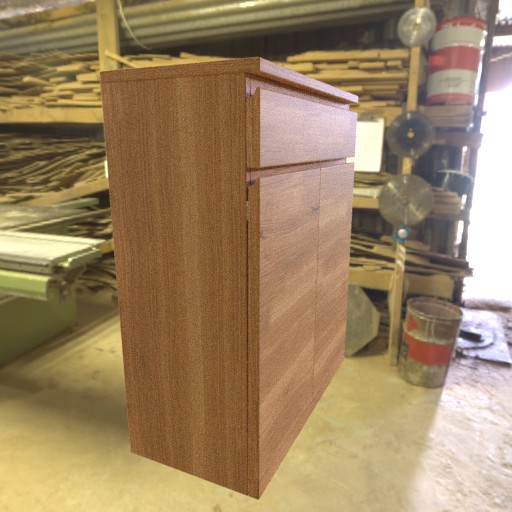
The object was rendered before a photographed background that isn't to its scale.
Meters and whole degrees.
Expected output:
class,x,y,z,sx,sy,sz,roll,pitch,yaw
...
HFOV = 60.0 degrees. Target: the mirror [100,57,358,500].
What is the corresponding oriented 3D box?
class,x,y,z,sx,sy,sz,roll,pitch,yaw
mirror,0.000,0.000,1.388,0.400,1.000,0.800,7,16,25
